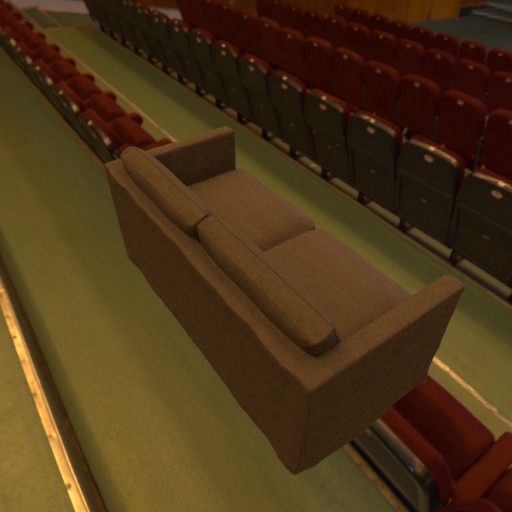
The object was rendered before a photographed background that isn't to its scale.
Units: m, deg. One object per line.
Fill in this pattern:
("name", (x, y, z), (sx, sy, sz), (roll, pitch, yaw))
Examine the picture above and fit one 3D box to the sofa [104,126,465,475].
("sofa", (0.000, 0.000, 2.536), (0.953, 0.855, 1.982), (-25, 48, -26))
